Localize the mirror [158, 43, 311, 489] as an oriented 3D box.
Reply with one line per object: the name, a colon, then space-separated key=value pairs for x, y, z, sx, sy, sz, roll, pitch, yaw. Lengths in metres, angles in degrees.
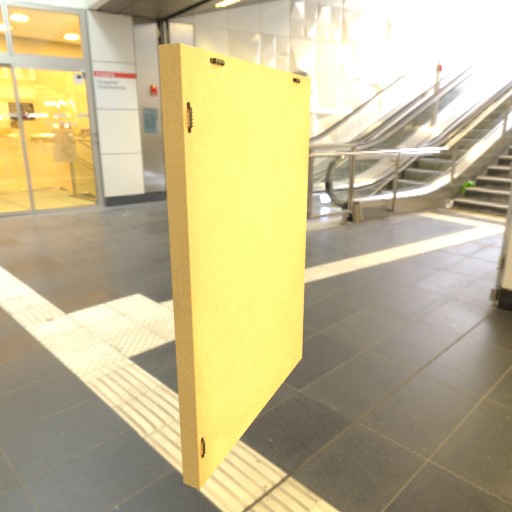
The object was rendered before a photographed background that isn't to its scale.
mirror: x=0.000 y=0.000 z=0.895 sx=0.040 sy=0.710 sz=0.507 roll=8 pitch=18 yaw=25
